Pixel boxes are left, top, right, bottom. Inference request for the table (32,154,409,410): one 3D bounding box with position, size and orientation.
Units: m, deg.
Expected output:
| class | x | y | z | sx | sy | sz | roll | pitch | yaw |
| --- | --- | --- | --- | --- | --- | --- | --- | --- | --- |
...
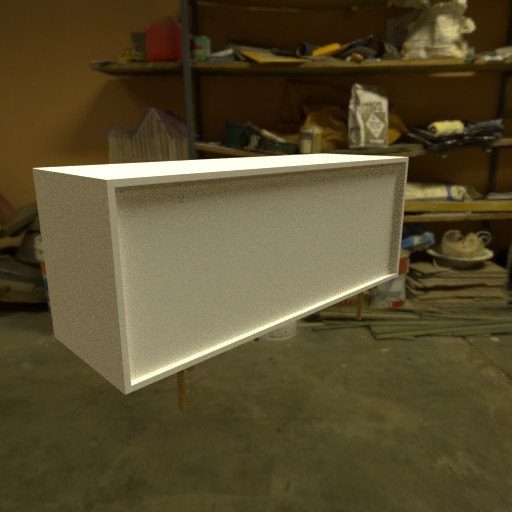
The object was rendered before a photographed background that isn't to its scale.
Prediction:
| class | x | y | z | sx | sy | sz | roll | pitch | yaw |
| --- | --- | --- | --- | --- | --- | --- | --- | --- | --- |
| table | 0.000 | 0.000 | 1.844 | 1.500 | 0.769 | 0.508 | -15 | 21 | -42 |
